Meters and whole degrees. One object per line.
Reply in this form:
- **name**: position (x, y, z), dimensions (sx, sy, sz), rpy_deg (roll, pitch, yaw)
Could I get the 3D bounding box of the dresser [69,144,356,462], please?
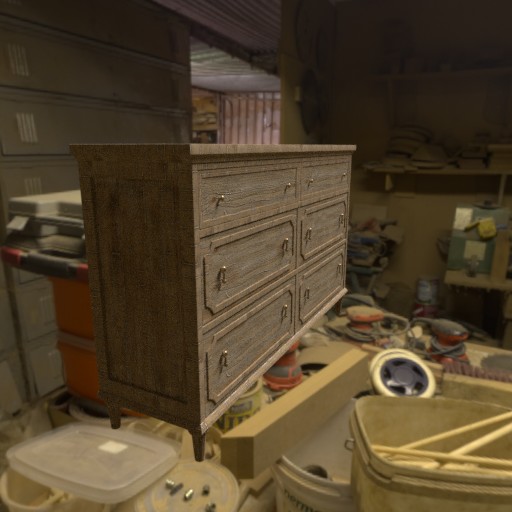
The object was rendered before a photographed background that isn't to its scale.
- **dresser**: position (0.000, 0.000, 2.089), dimensions (0.457, 1.016, 1.626), rpy_deg (7, 16, 27)
